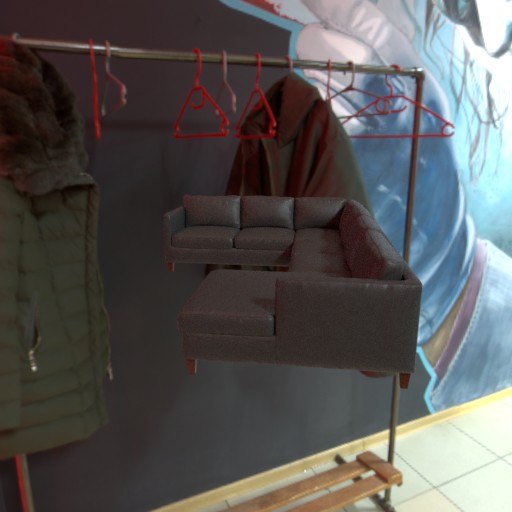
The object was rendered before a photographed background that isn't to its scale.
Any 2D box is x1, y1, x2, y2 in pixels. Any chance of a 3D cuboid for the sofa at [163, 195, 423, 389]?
[{"bbox_3d":[0.000,0.000,4.622,2.593,0.923,3.460,2,14,7],"label":"sofa"}]
